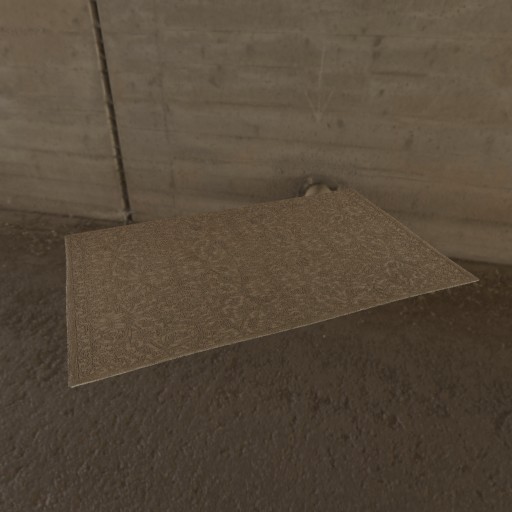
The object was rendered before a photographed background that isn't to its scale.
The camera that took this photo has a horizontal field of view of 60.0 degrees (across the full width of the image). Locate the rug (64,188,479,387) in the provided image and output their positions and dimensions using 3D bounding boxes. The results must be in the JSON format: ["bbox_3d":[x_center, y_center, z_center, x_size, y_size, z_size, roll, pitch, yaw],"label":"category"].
[{"bbox_3d":[0.000,0.000,3.018,2.435,0.012,1.529,-11,34,-18],"label":"rug"}]
